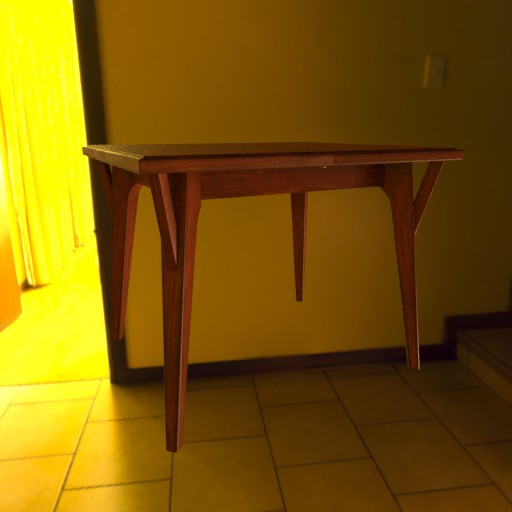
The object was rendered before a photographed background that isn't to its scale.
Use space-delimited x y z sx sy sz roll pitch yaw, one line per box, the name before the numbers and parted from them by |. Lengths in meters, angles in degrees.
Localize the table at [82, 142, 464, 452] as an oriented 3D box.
table | 0.000 0.000 1.584 0.991 0.761 0.838 -8 18 -27
